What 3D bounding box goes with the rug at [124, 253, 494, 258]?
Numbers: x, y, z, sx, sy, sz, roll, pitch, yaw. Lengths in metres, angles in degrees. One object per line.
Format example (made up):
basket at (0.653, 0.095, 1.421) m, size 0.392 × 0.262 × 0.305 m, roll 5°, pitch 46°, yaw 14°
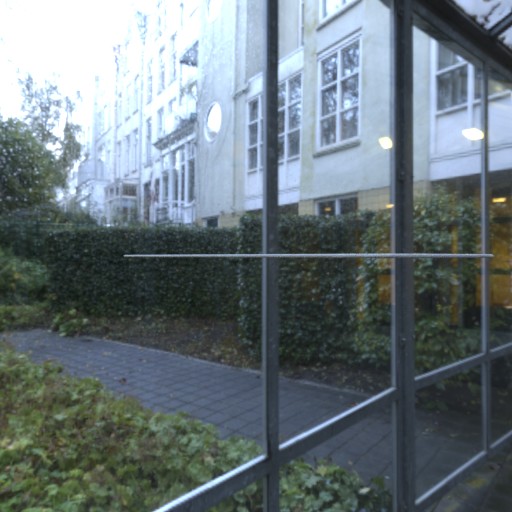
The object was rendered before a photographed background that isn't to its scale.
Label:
rug at (0.000, 0.000, 2.479) m, size 0.678 × 0.014 × 2.276 m, roll 0°, pitch 0°, yaw -37°
